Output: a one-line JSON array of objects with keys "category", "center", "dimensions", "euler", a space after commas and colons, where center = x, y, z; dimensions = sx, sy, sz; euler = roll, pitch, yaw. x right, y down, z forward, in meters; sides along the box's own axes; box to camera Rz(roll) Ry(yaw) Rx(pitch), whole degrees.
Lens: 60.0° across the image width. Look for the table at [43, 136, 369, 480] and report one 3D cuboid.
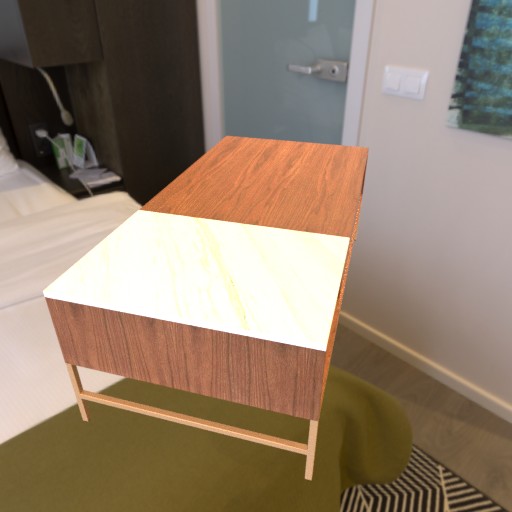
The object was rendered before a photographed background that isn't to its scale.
[{"category": "table", "center": [0.000, 0.000, 1.922], "dimensions": [0.789, 0.551, 1.553], "euler": [8, 32, 14]}]
